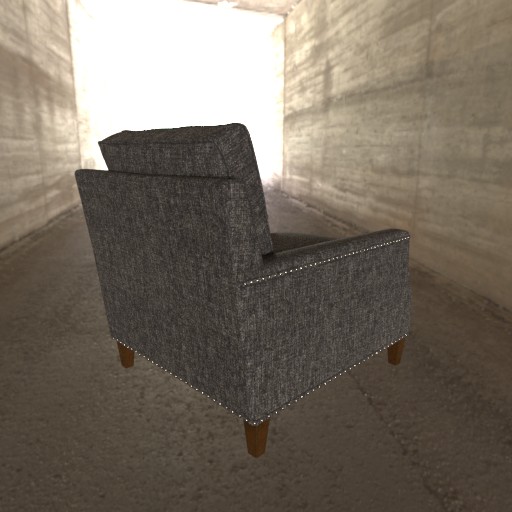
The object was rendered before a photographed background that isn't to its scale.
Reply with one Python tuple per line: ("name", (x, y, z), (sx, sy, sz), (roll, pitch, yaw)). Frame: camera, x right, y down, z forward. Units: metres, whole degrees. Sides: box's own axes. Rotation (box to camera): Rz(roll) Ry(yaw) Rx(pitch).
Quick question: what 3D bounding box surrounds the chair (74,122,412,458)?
("chair", (0.000, 0.000, 1.721), (1.014, 0.943, 0.853), (-13, 19, -43))
